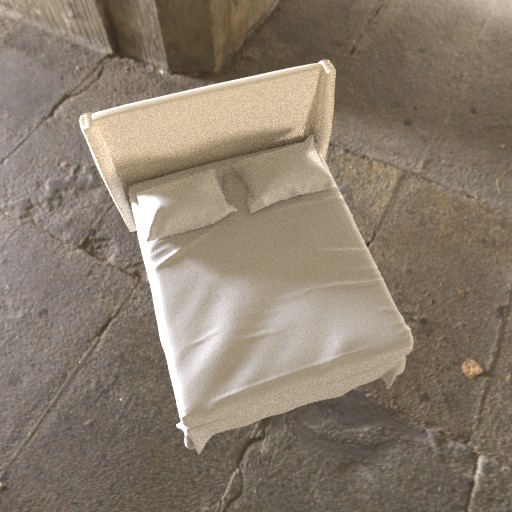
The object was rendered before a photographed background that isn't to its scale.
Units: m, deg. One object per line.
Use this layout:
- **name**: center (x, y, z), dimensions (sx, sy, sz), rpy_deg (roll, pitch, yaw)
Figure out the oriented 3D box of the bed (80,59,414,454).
- **bed**: center (0.000, 0.000, 3.335), dimensions (1.925, 1.332, 2.276), rpy_deg (-16, 64, -8)
